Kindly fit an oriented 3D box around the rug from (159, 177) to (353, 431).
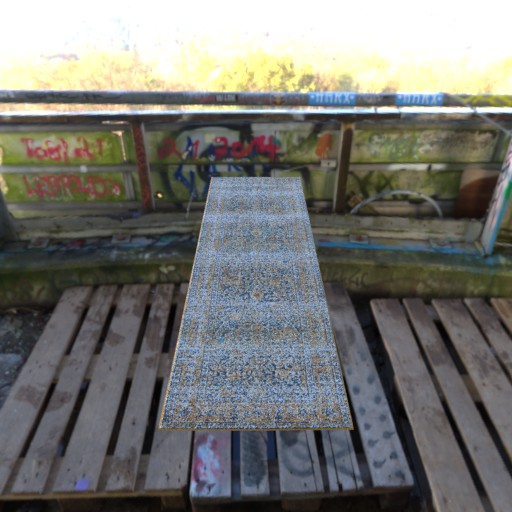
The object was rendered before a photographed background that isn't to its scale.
[{"bbox_3d":[0.000,0.000,2.557,0.704,0.014,2.294,0,33,0],"label":"rug"}]
